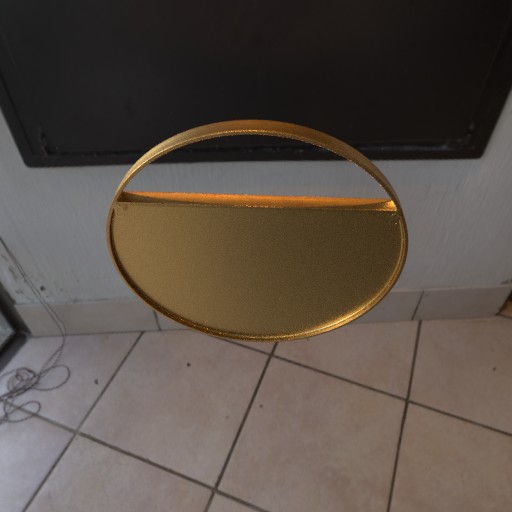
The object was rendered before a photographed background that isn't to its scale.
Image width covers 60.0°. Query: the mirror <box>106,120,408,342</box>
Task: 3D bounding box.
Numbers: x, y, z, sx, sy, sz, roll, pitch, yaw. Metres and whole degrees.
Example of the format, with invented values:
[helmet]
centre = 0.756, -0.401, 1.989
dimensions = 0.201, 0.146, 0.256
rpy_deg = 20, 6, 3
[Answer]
[mirror]
centre = 0.000, 0.000, 0.864
dimensions = 0.565, 0.565, 0.032
rpy_deg = 2, 47, 2
